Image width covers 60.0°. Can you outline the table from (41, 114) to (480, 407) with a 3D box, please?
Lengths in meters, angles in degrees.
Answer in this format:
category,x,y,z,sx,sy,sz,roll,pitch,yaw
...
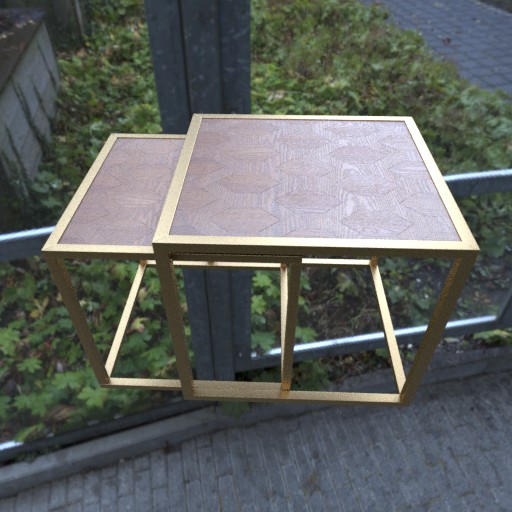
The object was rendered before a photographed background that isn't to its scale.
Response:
category,x,y,z,sx,sy,sz,roll,pitch,yaw
table,0.000,0.000,1.096,0.762,0.505,0.505,1,42,1
